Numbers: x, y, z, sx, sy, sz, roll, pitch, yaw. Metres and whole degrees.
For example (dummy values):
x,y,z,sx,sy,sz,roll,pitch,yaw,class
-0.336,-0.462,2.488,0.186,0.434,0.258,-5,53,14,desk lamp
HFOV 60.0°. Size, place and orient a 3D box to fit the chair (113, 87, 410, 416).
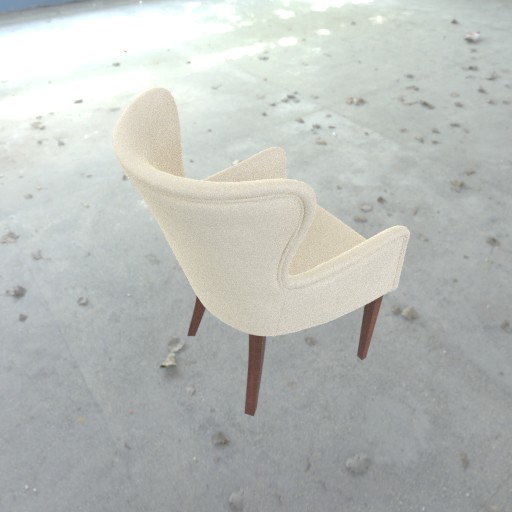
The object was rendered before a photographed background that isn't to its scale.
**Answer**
x,y,z,sx,sy,sz,roll,pitch,yaw,class
0.000,0.000,1.482,0.744,0.990,0.696,-25,47,-26,chair
